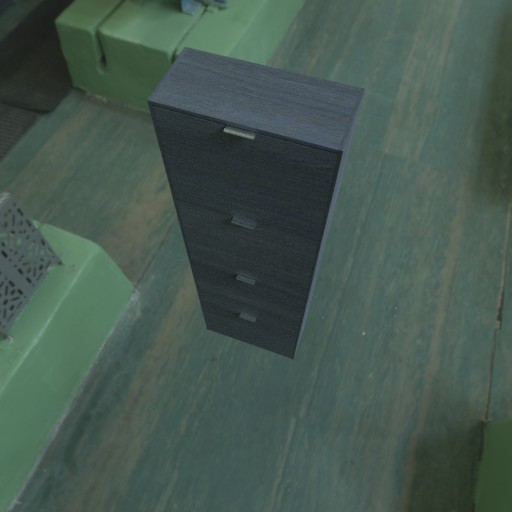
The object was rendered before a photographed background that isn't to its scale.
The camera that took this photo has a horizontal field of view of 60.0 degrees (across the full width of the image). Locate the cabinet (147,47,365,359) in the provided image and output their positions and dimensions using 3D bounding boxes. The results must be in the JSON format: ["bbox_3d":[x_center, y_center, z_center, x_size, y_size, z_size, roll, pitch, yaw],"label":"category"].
[{"bbox_3d":[0.000,0.000,1.851,0.520,1.630,0.255,17,61,10],"label":"cabinet"}]
